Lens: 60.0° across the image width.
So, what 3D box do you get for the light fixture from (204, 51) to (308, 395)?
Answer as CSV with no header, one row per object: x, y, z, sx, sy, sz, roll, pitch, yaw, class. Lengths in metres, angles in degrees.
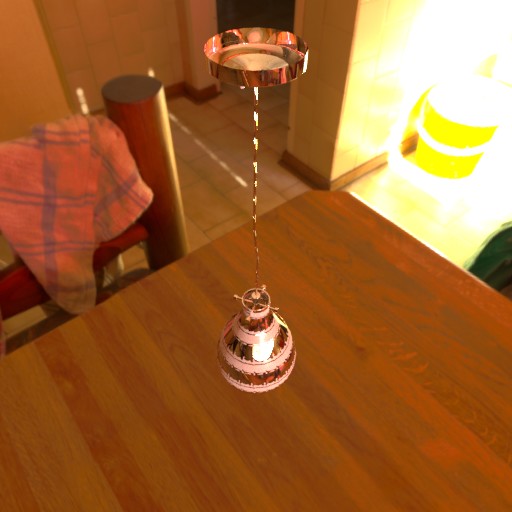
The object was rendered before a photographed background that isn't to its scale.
0.000,0.000,1.589,0.374,1.457,0.374,16,49,14,light fixture
